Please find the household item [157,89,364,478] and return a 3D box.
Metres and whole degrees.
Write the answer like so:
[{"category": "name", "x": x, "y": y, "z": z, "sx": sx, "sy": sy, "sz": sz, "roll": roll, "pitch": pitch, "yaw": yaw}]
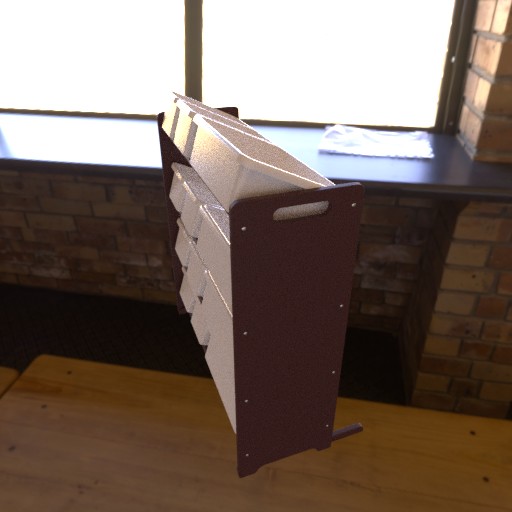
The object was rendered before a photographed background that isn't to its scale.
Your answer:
[{"category": "household item", "x": 0.000, "y": 0.000, "z": 1.336, "sx": 0.389, "sy": 0.864, "sz": 0.787, "roll": -11, "pitch": 32, "yaw": -18}]
